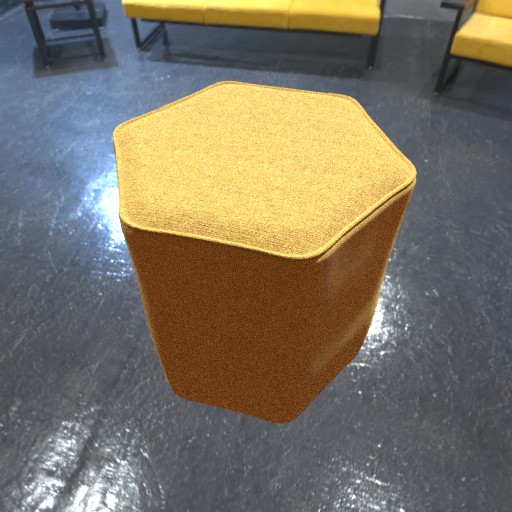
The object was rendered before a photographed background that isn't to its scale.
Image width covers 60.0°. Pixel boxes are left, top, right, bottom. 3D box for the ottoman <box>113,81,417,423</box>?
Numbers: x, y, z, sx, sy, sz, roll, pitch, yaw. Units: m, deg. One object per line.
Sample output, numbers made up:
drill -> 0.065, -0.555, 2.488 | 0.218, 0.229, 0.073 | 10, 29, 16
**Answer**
ottoman -> 0.000, 0.000, 0.864 | 0.494, 0.502, 0.443 | 11, 47, 10
